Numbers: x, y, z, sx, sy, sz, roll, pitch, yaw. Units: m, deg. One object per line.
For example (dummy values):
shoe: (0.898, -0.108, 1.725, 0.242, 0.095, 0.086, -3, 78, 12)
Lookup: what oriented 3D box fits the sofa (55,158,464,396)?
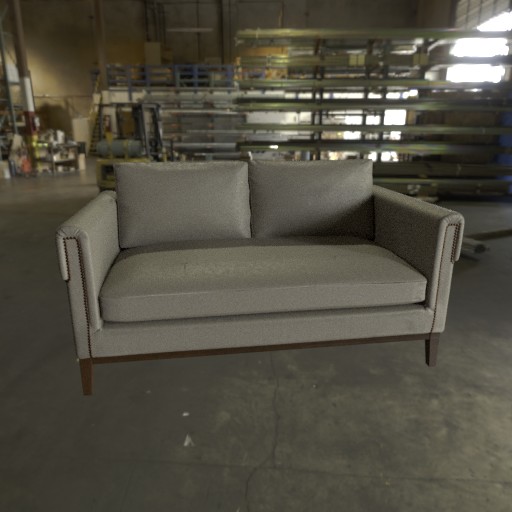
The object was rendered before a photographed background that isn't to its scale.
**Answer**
sofa: (0.000, 0.000, 2.149, 1.598, 0.873, 0.899, -2, 17, -8)
